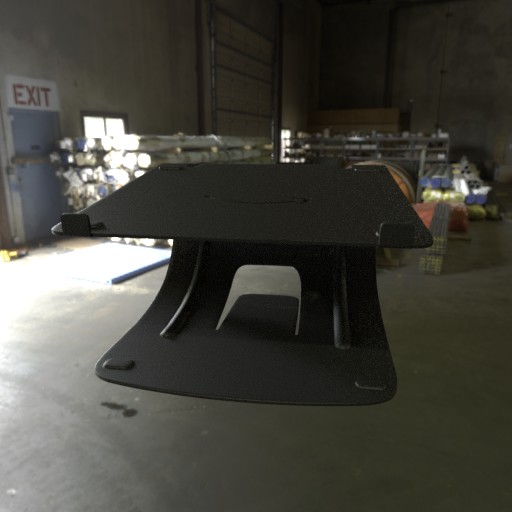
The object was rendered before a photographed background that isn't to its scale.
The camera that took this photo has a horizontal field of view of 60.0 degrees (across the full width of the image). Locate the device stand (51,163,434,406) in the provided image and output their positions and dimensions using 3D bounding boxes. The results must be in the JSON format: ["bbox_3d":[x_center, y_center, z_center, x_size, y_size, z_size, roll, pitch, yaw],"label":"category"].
[{"bbox_3d":[0.000,0.000,0.404,0.256,0.155,0.236,2,15,9],"label":"device stand"}]
